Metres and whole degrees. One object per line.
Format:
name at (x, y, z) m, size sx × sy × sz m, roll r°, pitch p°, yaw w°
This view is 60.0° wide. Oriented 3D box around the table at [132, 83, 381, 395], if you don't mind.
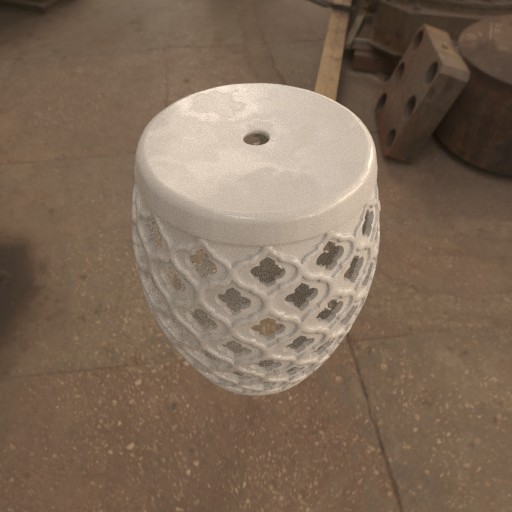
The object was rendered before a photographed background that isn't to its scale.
table at (0.000, 0.000, 0.629) m, size 0.325 × 0.388 × 0.325 m, roll 0°, pitch 48°, yaw 0°
